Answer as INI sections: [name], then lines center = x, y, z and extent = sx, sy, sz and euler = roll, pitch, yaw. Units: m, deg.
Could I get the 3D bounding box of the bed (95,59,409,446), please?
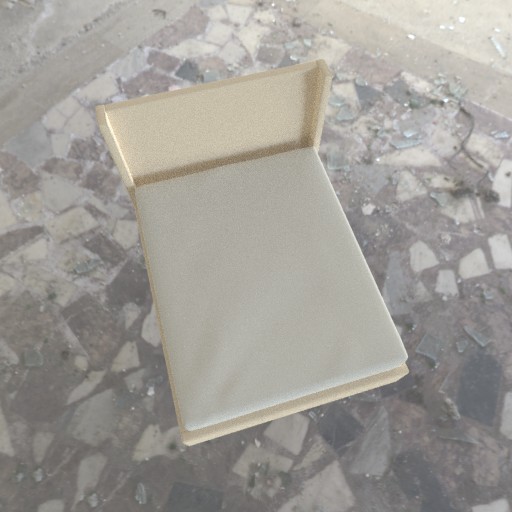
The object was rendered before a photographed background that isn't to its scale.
[bed]
center = 0.000, 0.000, 3.474
extent = 1.765, 1.471, 2.280
euler = -15, 64, -7
